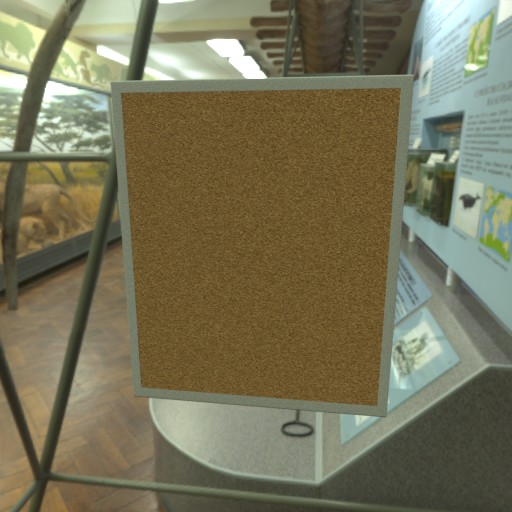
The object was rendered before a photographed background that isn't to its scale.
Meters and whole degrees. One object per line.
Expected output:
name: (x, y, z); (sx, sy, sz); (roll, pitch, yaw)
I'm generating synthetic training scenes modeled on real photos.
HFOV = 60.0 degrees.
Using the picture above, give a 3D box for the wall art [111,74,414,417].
wall art: (0.000, 0.000, 0.716); (0.444, 0.536, 0.020); (2, 14, 8)
